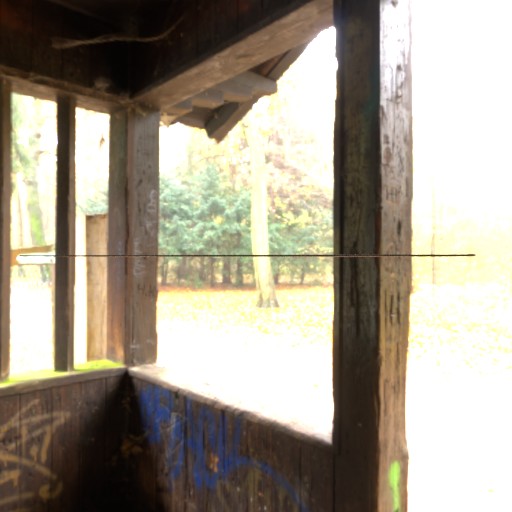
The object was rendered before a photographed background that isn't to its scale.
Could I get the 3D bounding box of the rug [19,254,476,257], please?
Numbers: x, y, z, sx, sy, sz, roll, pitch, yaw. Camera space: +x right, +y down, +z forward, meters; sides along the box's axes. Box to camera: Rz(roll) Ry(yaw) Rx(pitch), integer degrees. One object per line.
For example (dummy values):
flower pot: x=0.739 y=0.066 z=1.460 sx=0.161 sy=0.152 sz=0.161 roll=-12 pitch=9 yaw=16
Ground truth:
rug: x=0.000 y=0.000 z=2.941 sx=2.440 sy=0.010 sz=1.545 roll=0 pitch=0 yaw=19
